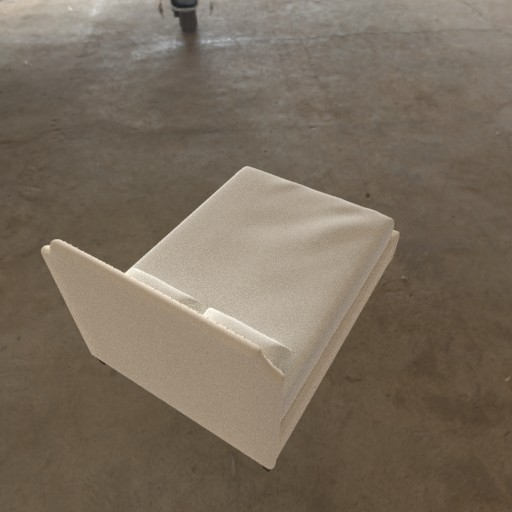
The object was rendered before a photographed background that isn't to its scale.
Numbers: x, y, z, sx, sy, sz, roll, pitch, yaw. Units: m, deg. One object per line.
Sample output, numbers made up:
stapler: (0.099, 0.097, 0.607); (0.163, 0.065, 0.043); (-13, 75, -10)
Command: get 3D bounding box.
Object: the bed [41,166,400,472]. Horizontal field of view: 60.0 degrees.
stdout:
bed: (0.000, 0.000, 3.513); (1.712, 1.443, 2.365); (24, 50, 22)
